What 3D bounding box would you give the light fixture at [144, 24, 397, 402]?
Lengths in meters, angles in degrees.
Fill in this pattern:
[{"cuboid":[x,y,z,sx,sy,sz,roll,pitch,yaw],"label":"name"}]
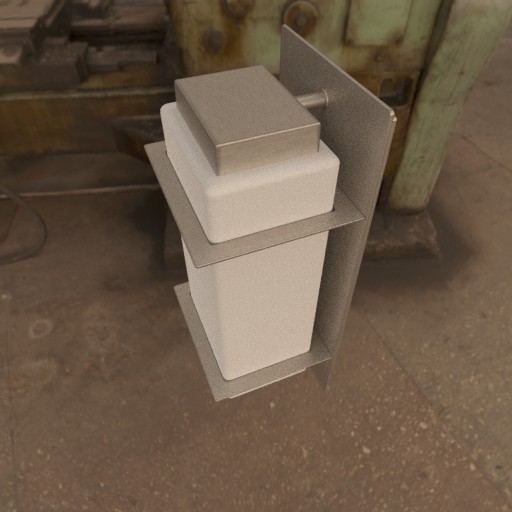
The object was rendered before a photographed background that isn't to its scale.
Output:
[{"cuboid":[0.000,0.000,0.457,0.160,0.380,0.168,-17,49,-15],"label":"light fixture"}]
